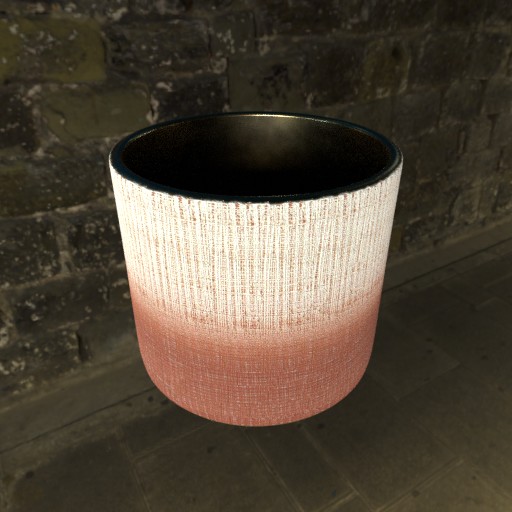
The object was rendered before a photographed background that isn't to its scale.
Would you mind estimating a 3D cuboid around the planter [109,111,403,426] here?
[{"bbox_3d":[0.000,0.000,0.390,0.221,0.201,0.221,0,31,0],"label":"planter"}]
